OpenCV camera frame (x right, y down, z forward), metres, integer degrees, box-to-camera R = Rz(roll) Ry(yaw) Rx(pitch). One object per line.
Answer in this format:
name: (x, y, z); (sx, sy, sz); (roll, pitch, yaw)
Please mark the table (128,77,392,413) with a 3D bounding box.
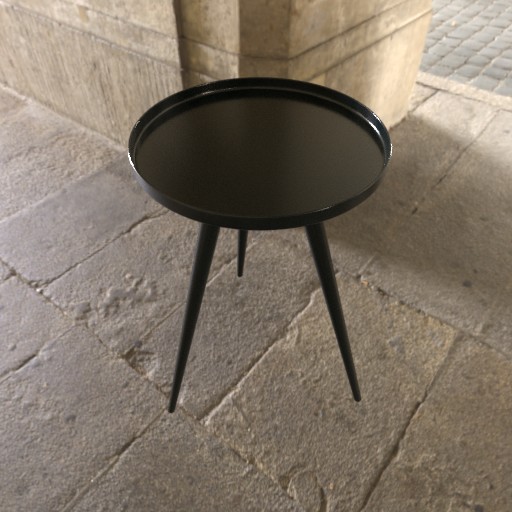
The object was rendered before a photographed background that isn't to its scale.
table: (0.000, 0.000, 0.843); (0.403, 0.548, 0.415); (-5, 46, -5)
